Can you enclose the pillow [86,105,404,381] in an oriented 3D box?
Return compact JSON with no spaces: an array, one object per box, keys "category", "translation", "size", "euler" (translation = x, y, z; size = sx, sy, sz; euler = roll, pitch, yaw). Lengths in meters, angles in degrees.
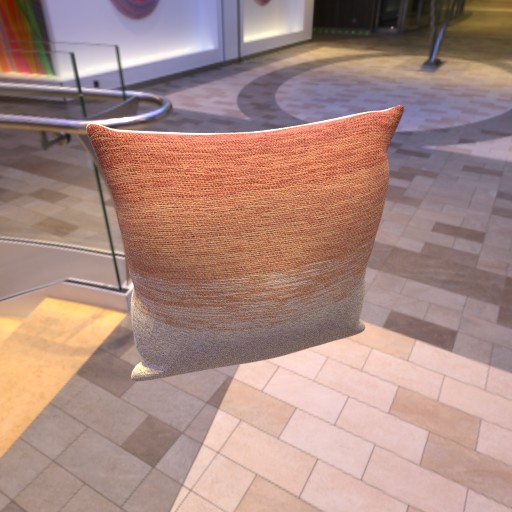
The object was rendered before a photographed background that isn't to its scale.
[{"category":"pillow","translation":[0.000,0.000,0.688],"size":[0.440,0.441,0.182],"euler":[-9,33,-13]}]
